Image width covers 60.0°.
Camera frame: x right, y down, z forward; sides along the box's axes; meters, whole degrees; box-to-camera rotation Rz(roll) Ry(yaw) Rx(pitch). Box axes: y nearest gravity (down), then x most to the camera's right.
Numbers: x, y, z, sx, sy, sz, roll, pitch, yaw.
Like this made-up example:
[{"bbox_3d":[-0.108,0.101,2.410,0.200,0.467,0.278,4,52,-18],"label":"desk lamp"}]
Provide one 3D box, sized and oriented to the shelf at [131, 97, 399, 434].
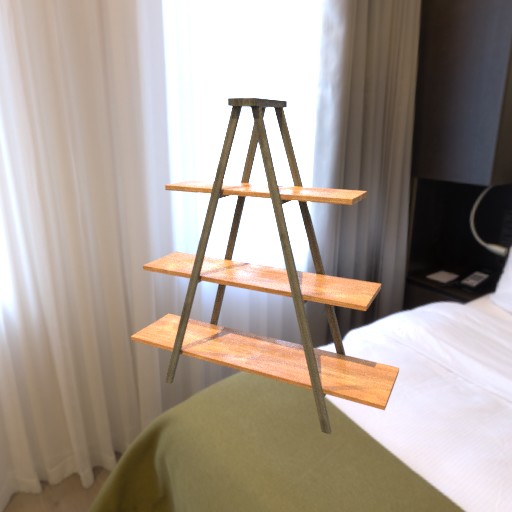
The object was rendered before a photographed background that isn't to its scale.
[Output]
[{"bbox_3d":[0.000,0.000,2.711,1.746,1.808,0.508,8,19,26],"label":"shelf"}]
